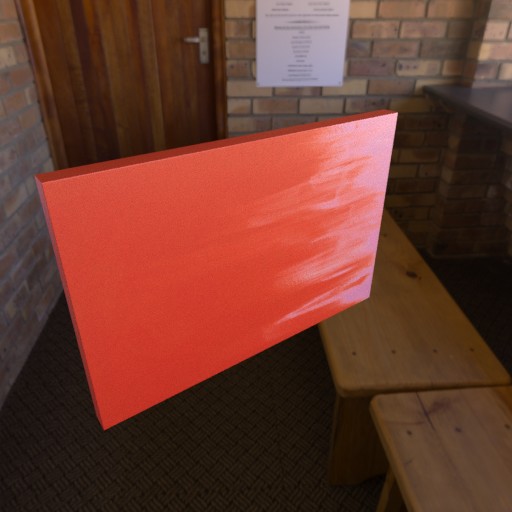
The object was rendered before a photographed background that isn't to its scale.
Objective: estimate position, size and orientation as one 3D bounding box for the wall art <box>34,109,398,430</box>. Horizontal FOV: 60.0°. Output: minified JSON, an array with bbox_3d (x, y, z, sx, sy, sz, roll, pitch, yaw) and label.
[{"bbox_3d":[0.000,0.000,0.753,0.607,0.405,0.033,-20,35,-31],"label":"wall art"}]
